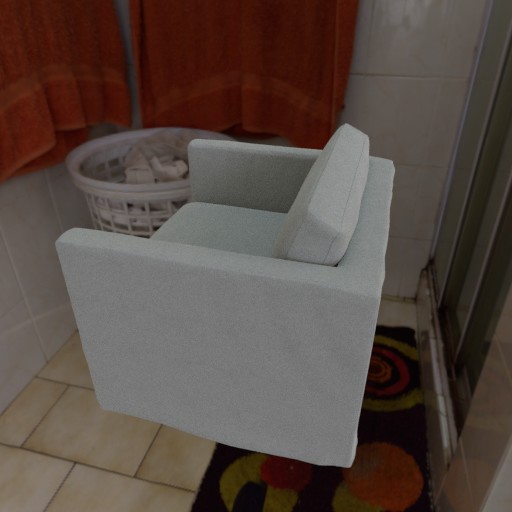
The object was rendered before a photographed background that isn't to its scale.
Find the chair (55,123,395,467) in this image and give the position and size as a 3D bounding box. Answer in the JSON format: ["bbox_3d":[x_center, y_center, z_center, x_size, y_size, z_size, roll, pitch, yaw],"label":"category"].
[{"bbox_3d":[0.000,0.000,1.714,0.949,0.863,1.057,9,33,14],"label":"chair"}]
